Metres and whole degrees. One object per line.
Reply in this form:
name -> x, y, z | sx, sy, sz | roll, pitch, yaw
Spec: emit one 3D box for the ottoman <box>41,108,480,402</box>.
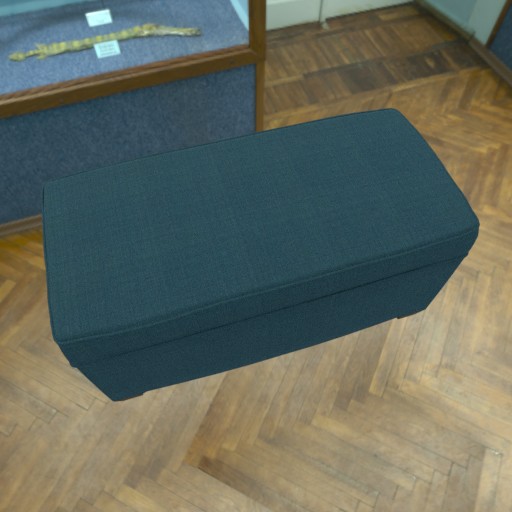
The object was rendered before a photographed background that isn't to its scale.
ottoman -> 0.000, 0.000, 1.188 | 0.943, 0.474, 0.474 | -14, 59, -9
